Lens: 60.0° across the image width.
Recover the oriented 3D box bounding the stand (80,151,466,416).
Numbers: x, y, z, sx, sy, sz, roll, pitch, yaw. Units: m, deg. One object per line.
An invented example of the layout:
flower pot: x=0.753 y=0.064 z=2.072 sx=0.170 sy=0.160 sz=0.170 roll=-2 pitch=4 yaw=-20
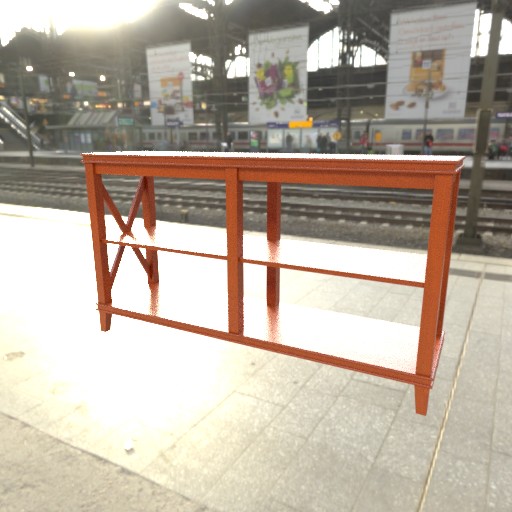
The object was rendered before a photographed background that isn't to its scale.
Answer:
stand: x=0.000 y=0.000 z=1.710 sx=1.372 sy=0.762 sz=0.381 roll=7 pitch=16 yaw=26
